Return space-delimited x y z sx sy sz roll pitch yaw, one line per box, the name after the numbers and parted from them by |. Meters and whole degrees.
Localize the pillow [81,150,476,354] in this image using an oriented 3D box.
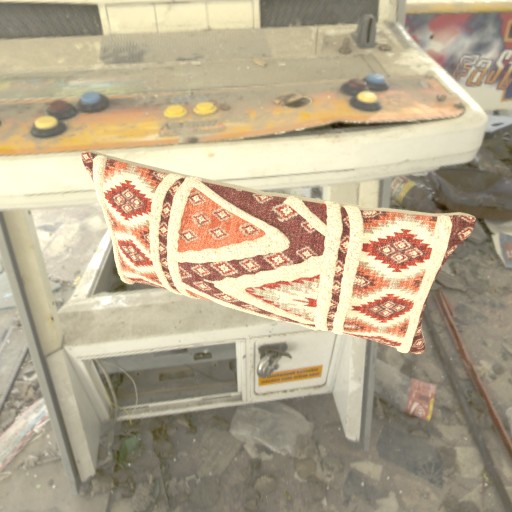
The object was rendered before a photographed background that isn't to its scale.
0.000 0.000 0.741 0.608 0.295 0.161 12 43 14 | pillow
